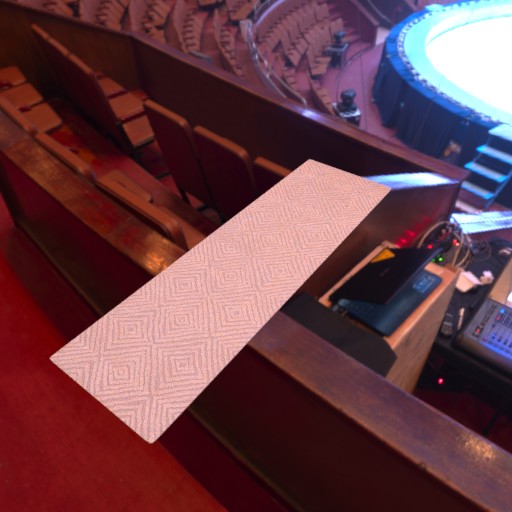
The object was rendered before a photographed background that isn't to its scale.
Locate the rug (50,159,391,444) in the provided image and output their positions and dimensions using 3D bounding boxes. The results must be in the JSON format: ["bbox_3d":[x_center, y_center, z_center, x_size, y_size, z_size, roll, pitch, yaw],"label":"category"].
[{"bbox_3d":[0.000,0.000,2.567,0.676,0.008,2.277,26,48,27],"label":"rug"}]
